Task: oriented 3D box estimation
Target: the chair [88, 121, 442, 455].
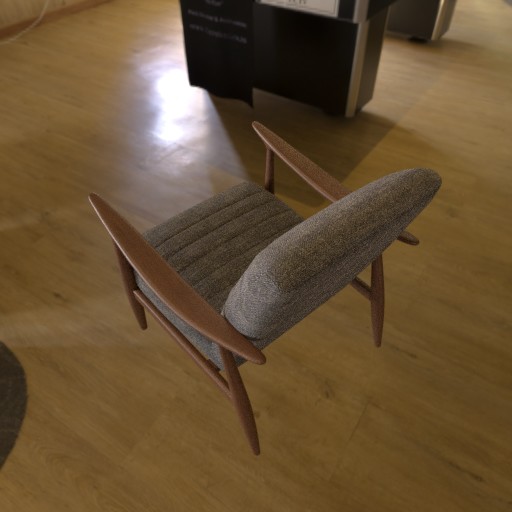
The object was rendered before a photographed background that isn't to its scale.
[{"bbox_3d":[0.000,0.000,1.442,0.741,0.832,0.798,-32,54,-27],"label":"chair"}]
